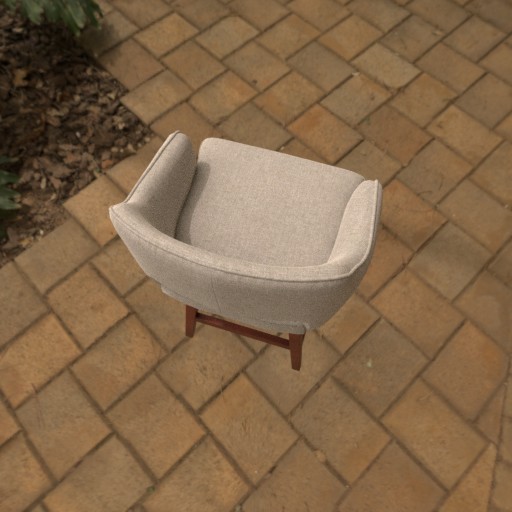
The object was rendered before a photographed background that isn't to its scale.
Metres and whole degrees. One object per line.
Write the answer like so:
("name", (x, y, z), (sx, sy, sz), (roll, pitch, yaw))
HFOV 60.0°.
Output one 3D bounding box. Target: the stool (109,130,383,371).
("stool", (0.000, 0.000, 1.316), (0.599, 0.944, 0.558), (16, 65, 7))
